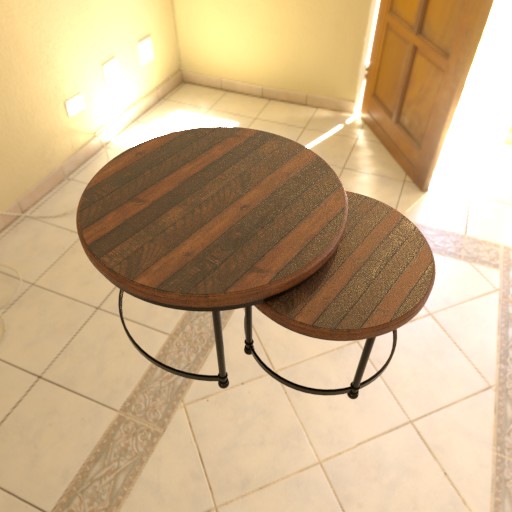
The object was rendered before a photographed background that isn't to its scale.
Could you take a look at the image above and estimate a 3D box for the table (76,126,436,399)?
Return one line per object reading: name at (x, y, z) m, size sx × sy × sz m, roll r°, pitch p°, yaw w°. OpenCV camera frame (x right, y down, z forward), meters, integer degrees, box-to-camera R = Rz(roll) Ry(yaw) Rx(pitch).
table at (0.000, 0.000, 1.608) m, size 1.152 × 0.516 × 0.870 m, roll 9°, pitch 47°, yaw 9°
